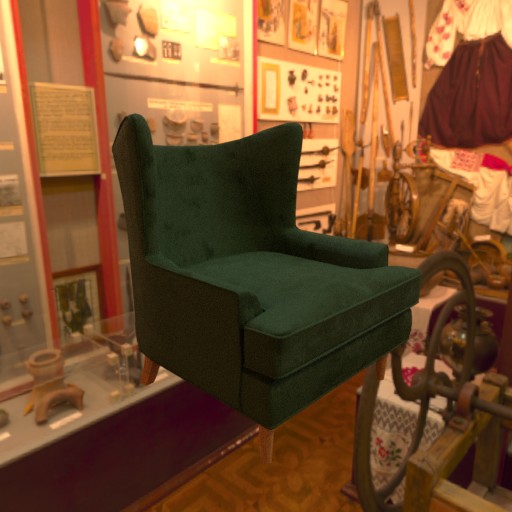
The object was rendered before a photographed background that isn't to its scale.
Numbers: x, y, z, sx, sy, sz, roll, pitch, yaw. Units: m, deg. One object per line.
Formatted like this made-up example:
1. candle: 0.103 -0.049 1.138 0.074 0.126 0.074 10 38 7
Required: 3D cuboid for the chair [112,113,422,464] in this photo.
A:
1. chair: 0.000 0.000 1.584 0.910 0.952 0.793 13 19 43
